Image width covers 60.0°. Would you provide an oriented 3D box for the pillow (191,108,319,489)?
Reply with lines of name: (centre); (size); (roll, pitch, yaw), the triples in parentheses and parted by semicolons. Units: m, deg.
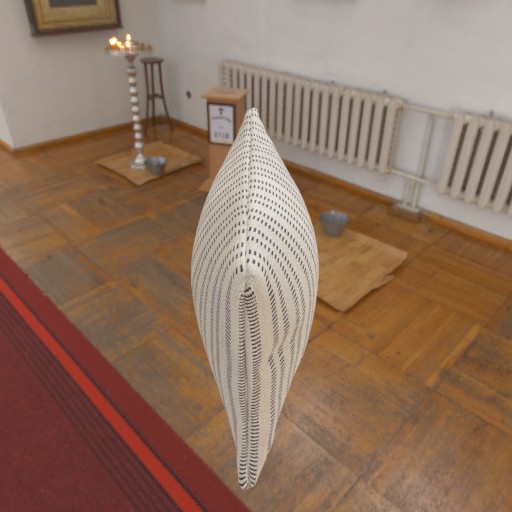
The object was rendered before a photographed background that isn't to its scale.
pillow: (0.000, 0.000, 0.773); (0.210, 0.353, 0.640); (0, 32, 0)
